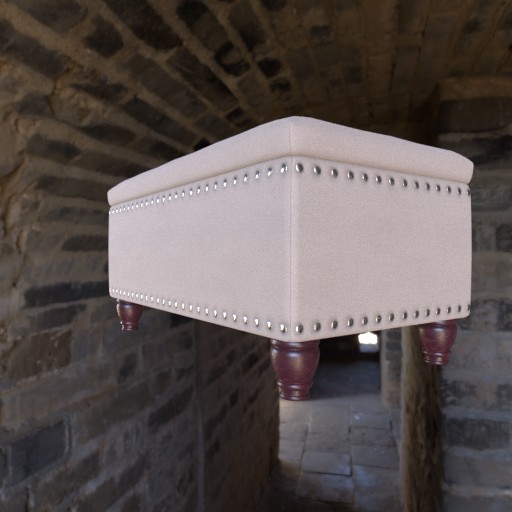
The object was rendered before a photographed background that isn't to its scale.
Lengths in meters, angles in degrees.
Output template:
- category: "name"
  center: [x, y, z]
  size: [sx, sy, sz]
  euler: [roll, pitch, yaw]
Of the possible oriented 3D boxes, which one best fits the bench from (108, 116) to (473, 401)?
- category: "bench"
  center: [0.000, 0.000, 1.143]
  size: [0.500, 0.449, 0.887]
  euler: [0, 0, -35]
